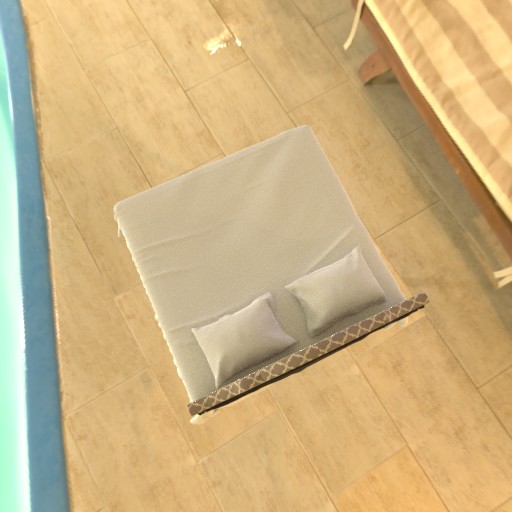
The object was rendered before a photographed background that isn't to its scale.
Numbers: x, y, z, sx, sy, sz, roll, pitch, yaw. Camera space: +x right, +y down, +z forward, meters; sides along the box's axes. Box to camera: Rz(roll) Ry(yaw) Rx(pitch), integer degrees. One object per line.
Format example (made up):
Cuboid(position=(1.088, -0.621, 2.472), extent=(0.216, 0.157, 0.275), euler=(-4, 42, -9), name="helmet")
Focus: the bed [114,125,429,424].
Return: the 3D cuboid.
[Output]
Cuboid(position=(0.000, 0.000, 3.882), extent=(2.314, 1.601, 2.222), euler=(-24, 76, -6), name="bed")
